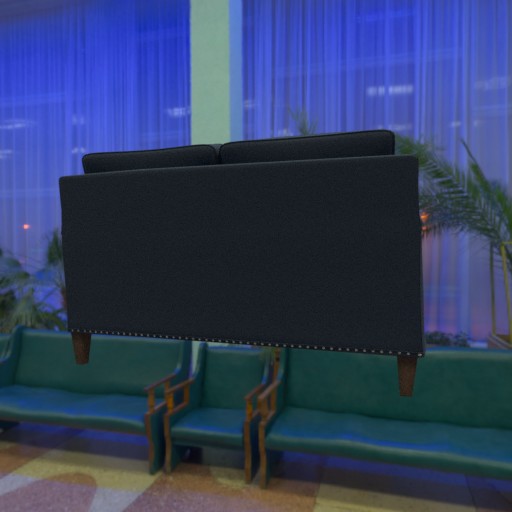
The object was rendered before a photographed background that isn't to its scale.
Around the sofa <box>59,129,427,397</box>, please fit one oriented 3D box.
[{"bbox_3d":[0.000,0.000,2.235,1.597,1.003,1.084,0,1,18],"label":"sofa"}]
